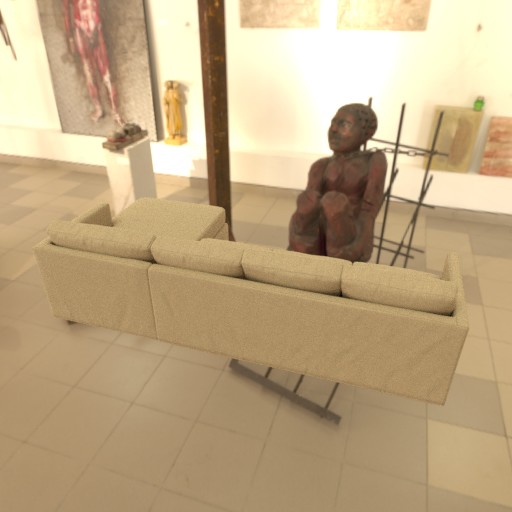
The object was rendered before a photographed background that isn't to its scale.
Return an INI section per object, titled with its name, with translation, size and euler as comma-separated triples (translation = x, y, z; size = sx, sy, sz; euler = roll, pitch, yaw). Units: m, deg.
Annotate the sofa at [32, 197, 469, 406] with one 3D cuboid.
[sofa]
translation = 0.000, 0.000, 3.820
size = 3.177, 0.867, 1.622
euler = 9, 32, 15
